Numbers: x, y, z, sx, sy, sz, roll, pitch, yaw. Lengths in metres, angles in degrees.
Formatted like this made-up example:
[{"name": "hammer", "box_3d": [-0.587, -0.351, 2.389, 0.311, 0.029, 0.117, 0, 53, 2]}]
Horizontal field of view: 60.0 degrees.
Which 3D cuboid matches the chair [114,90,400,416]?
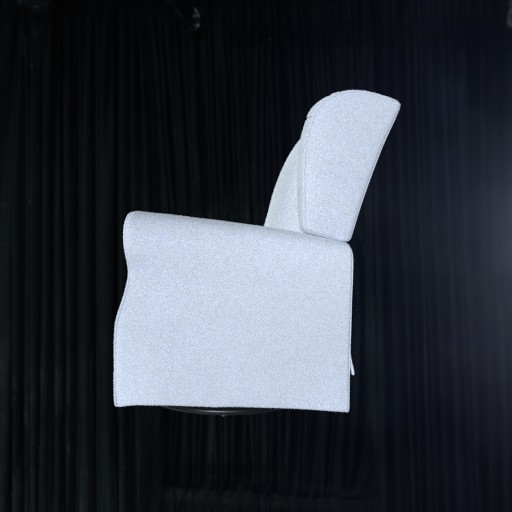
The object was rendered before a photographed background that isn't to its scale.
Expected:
[{"name": "chair", "box_3d": [0.000, 0.000, 1.661, 0.854, 0.967, 0.906, 0, 0, 1]}]
